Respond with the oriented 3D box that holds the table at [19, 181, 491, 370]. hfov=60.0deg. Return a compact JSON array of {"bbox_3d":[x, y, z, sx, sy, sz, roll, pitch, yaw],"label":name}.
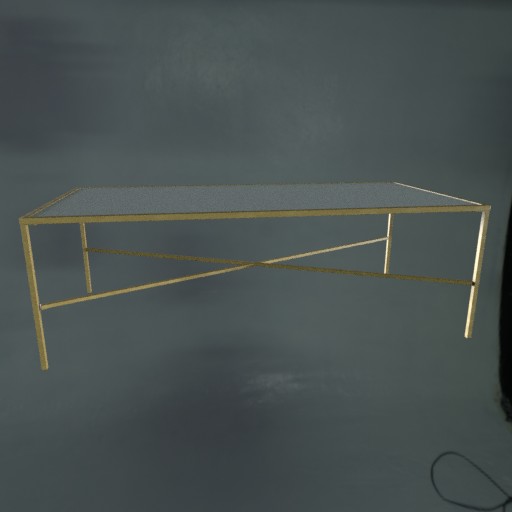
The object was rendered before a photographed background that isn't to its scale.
[{"bbox_3d":[0.000,0.000,1.449,1.206,0.398,0.580,-2,16,-8],"label":"table"}]
